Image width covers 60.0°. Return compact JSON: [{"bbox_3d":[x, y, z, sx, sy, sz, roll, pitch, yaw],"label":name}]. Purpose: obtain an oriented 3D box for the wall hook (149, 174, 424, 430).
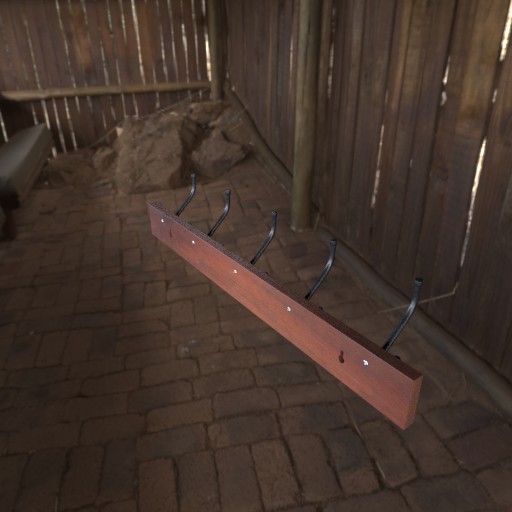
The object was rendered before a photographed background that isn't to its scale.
[{"bbox_3d":[0.000,0.000,0.616,0.071,0.117,0.571,-18,31,-32],"label":"wall hook"}]
